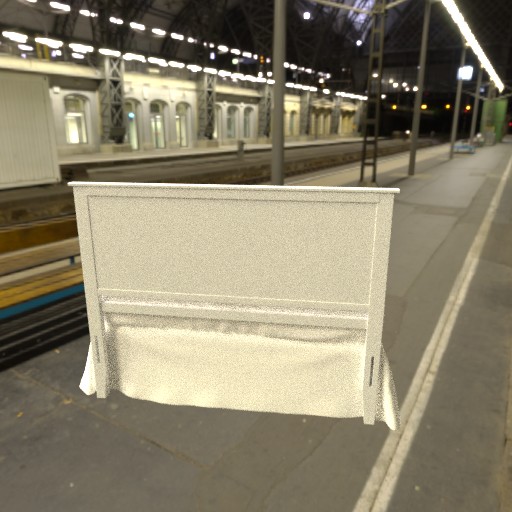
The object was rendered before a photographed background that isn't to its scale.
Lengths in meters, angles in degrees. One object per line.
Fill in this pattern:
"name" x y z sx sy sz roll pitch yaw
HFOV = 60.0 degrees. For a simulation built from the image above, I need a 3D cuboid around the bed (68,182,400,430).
"bed" 0.000 0.000 3.258 1.876 1.269 2.047 3 16 9
